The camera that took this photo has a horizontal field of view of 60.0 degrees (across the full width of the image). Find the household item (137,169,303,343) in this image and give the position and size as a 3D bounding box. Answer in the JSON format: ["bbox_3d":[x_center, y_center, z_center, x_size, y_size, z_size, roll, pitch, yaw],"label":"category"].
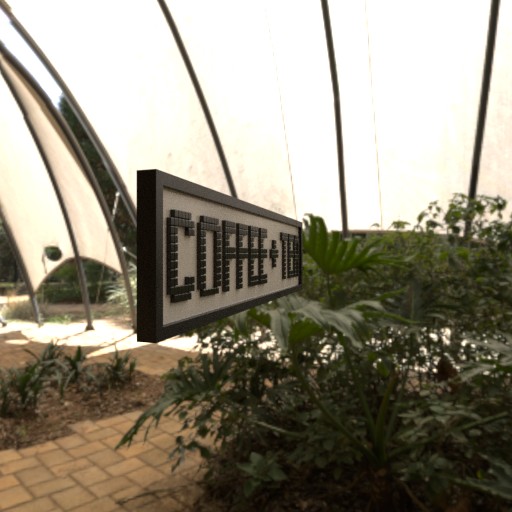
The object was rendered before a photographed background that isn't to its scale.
[{"bbox_3d":[0.000,0.000,1.079,0.030,0.236,1.001,0,0,17],"label":"household item"}]
